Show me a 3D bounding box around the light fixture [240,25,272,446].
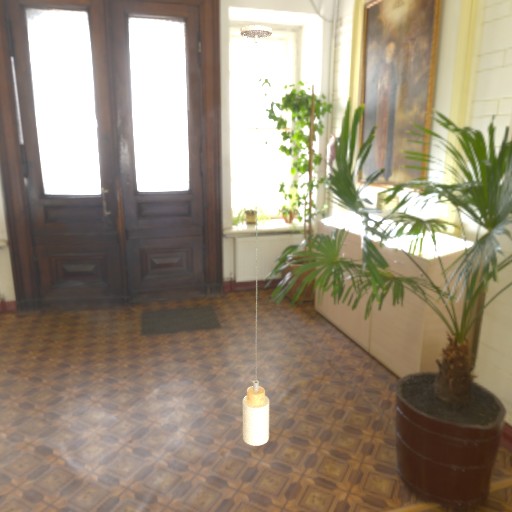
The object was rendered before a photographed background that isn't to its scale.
[{"bbox_3d":[0.000,0.000,1.923,0.125,1.798,0.125,7,15,27],"label":"light fixture"}]
